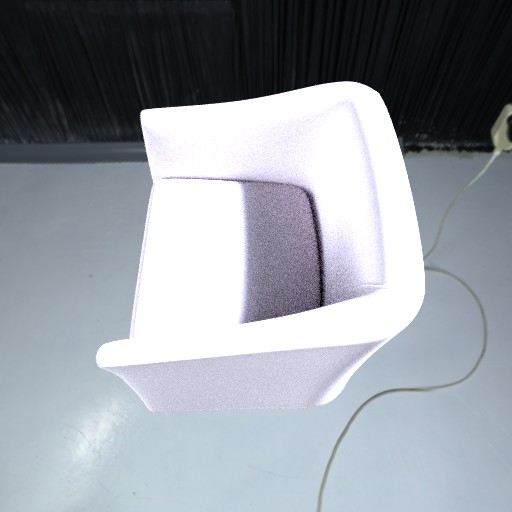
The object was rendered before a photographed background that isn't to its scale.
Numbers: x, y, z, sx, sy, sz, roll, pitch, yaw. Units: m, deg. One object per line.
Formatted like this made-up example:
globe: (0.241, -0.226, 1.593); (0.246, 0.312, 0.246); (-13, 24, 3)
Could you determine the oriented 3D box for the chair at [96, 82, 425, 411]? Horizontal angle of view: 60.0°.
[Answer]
chair: (0.000, 0.000, 1.314); (0.700, 0.720, 0.790); (0, 59, 0)
